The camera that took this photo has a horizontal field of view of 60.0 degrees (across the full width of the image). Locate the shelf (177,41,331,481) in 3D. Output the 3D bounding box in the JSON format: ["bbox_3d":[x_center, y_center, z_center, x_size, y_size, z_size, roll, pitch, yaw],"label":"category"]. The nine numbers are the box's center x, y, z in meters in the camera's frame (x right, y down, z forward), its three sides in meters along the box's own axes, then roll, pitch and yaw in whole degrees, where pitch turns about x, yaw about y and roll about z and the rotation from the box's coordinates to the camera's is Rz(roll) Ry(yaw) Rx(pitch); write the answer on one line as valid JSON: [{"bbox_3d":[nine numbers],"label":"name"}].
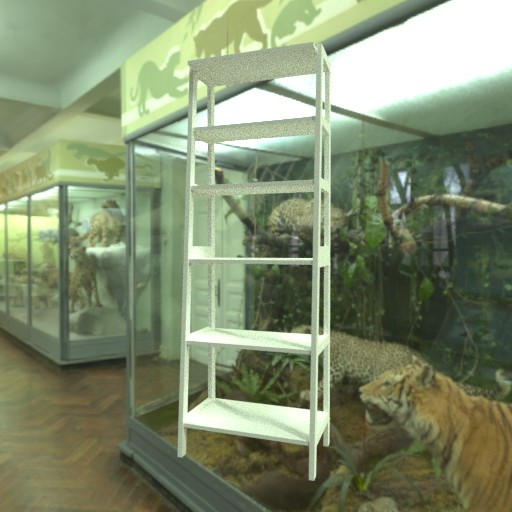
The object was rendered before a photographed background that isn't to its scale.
[{"bbox_3d":[0.000,0.000,2.142,0.660,1.892,0.381,0,1,19],"label":"shelf"}]
